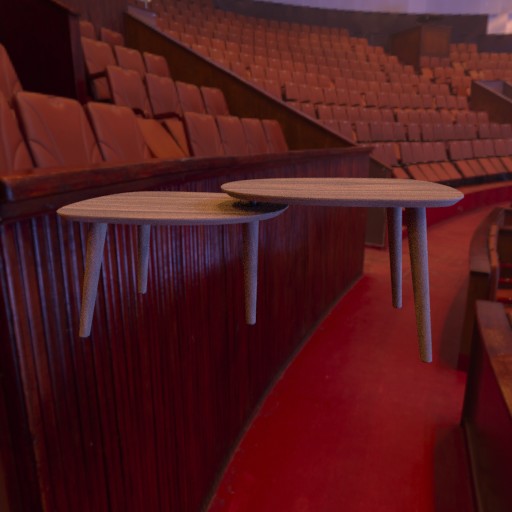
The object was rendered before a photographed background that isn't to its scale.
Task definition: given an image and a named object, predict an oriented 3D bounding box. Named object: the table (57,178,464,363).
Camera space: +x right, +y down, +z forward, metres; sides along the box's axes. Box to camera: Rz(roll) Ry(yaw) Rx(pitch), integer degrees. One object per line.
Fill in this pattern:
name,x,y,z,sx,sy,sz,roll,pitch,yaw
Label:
table,0.000,0.000,1.342,1.084,0.429,0.527,2,15,9
